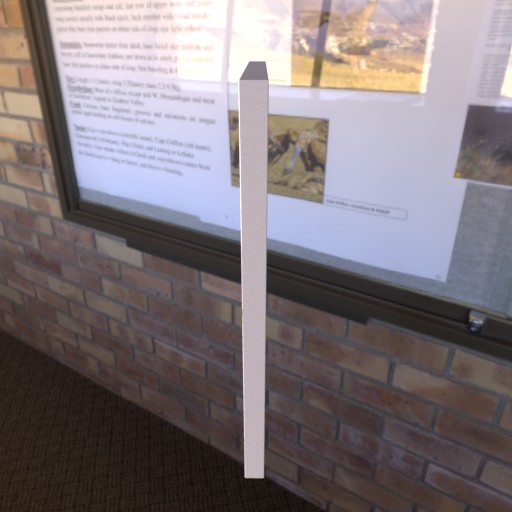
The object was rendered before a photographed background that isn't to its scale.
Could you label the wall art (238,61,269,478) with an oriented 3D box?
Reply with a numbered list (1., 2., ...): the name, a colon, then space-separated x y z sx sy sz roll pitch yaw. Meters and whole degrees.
1. wall art: 0.000 0.000 0.962 0.039 0.753 0.511 0 26 1
